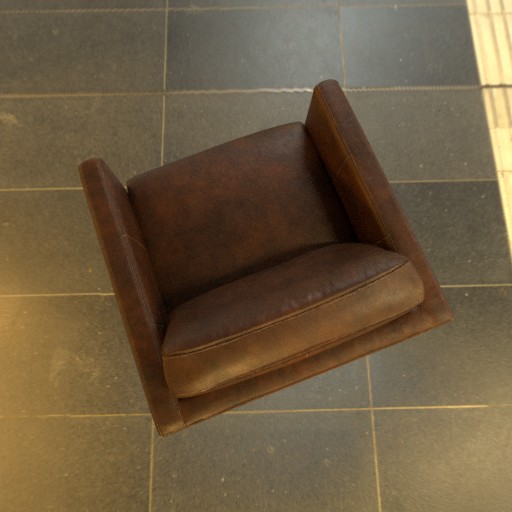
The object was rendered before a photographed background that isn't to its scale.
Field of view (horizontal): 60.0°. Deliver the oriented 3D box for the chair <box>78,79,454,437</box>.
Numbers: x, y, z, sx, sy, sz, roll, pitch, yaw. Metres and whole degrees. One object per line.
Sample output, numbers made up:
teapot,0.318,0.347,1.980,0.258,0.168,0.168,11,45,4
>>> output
chair,0.000,0.000,1.727,0.990,0.864,0.975,-20,76,-5
